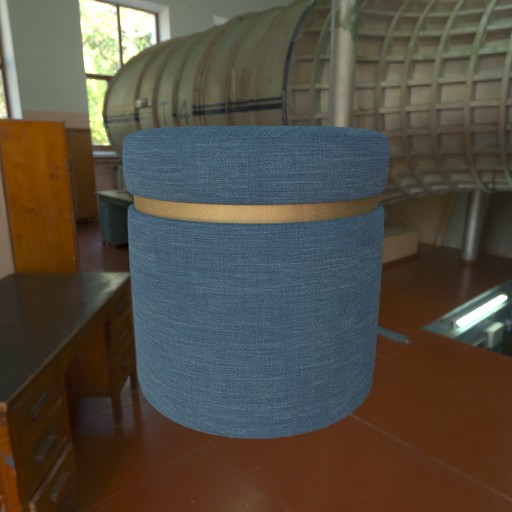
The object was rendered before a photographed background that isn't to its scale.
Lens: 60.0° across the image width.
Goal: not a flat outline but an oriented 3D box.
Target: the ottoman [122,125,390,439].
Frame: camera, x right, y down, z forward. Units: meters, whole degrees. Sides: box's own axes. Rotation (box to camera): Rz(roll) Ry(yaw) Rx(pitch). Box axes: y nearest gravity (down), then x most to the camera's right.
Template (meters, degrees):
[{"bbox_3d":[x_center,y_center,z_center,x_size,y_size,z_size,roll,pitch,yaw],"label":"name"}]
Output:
[{"bbox_3d":[0.000,0.000,0.725,0.398,0.406,0.398,0,15,0],"label":"ottoman"}]
